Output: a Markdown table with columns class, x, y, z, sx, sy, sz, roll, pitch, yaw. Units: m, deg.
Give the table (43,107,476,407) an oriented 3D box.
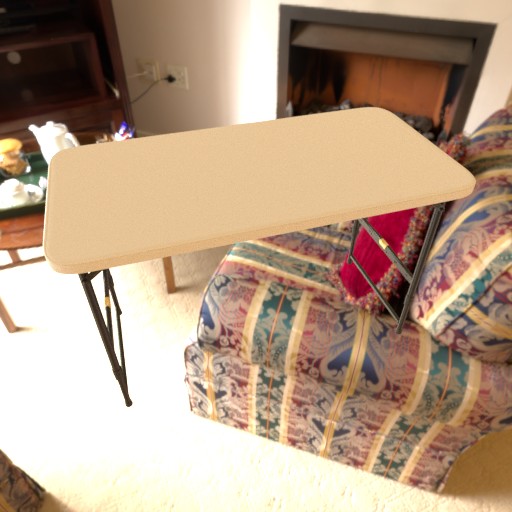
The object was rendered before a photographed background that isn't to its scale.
| class | x | y | z | sx | sy | sz | roll | pitch | yaw |
| --- | --- | --- | --- | --- | --- | --- | --- | --- | --- |
| table | 0.000 | 0.000 | 1.606 | 1.219 | 0.737 | 0.610 | -12 | 43 | -13 |
